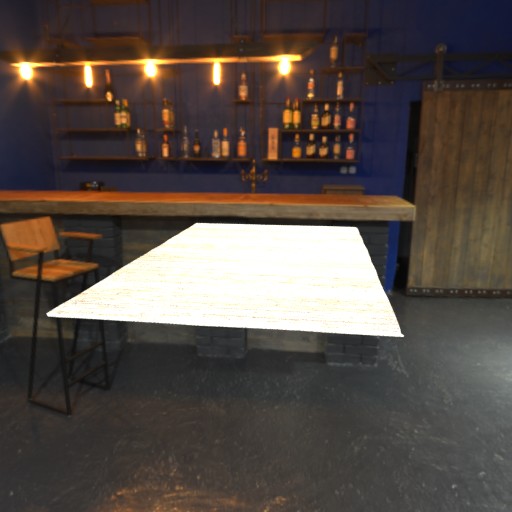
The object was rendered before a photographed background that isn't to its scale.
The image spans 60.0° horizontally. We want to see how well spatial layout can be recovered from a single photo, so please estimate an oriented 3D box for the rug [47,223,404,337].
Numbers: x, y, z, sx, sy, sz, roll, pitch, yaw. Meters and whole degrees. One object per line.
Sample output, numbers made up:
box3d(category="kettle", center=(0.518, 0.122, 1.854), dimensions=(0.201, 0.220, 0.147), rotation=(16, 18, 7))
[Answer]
box3d(category="rug", center=(0.000, 0.000, 3.005), dimensions=(1.529, 0.009, 2.446), rotation=(2, 14, 8))
